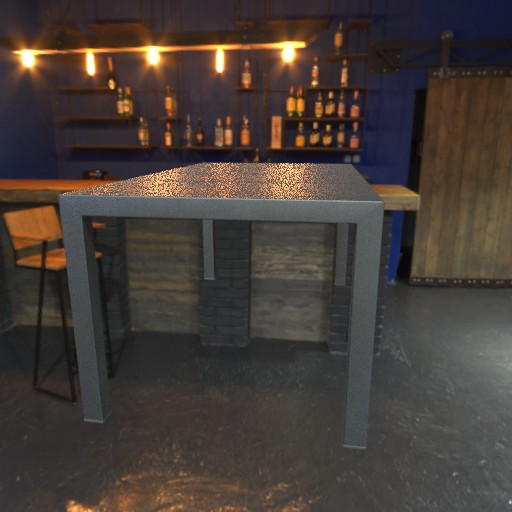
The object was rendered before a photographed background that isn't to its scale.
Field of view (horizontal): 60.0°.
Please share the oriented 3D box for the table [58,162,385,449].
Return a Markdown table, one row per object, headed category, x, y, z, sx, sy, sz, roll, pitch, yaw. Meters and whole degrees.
| category | x | y | z | sx | sy | sz | roll | pitch | yaw |
| --- | --- | --- | --- | --- | --- | --- | --- | --- | --- |
| table | 0.000 | 0.000 | 1.257 | 0.559 | 0.460 | 0.965 | 2 | 15 | 8 |
